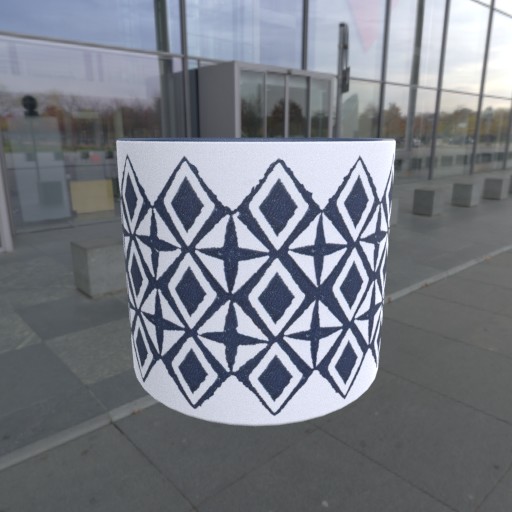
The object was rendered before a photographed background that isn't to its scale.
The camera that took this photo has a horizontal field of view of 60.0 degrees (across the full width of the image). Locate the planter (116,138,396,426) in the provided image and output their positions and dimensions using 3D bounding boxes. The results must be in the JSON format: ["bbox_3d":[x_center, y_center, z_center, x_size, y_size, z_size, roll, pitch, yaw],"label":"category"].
[{"bbox_3d":[0.000,0.000,0.395,0.224,0.203,0.224,0,15,0],"label":"planter"}]
